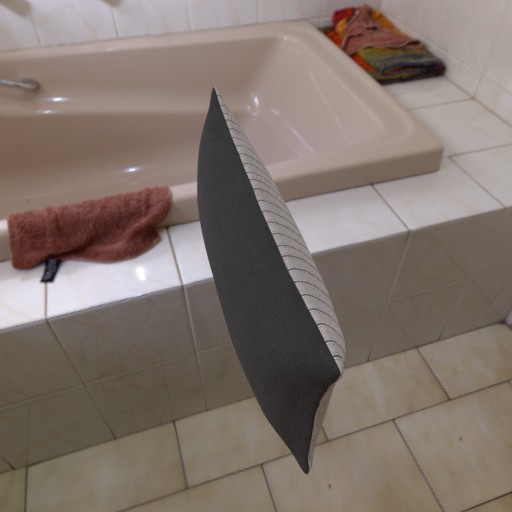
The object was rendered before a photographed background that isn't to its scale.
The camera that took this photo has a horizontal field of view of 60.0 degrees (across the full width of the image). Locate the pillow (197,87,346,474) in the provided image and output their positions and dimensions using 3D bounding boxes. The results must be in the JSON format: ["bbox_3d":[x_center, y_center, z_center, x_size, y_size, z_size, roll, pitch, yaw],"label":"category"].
[{"bbox_3d":[0.000,0.000,0.735,0.151,0.305,0.609,-11,47,-11],"label":"pillow"}]
